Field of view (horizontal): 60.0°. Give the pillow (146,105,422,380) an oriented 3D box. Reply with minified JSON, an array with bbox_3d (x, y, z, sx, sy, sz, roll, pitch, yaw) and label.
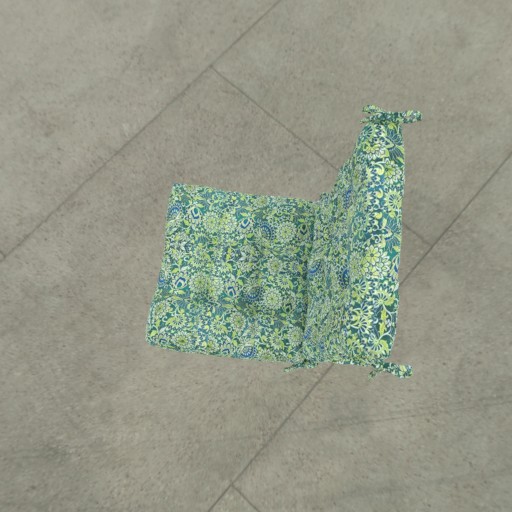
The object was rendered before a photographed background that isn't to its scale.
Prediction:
[{"bbox_3d":[0.000,0.000,1.047,0.571,0.605,0.519,7,77,2],"label":"pillow"}]
